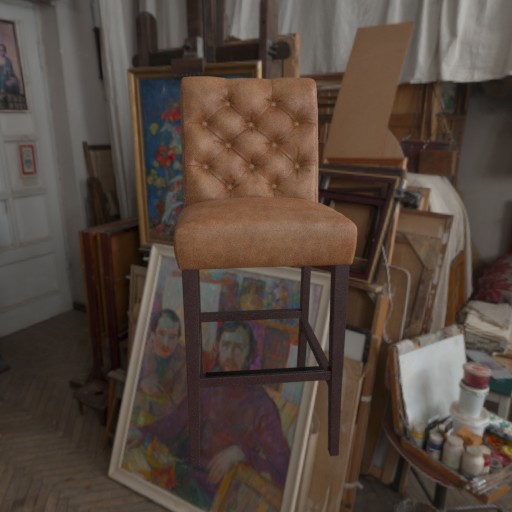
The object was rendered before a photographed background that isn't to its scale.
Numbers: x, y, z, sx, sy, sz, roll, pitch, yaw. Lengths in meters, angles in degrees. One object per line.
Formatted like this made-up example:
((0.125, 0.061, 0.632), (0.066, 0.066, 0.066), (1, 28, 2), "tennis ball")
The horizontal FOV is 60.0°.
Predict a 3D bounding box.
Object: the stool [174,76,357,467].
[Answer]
((0.000, 0.000, 1.456), (0.493, 1.140, 0.601), (-2, 17, -6), "stool")
